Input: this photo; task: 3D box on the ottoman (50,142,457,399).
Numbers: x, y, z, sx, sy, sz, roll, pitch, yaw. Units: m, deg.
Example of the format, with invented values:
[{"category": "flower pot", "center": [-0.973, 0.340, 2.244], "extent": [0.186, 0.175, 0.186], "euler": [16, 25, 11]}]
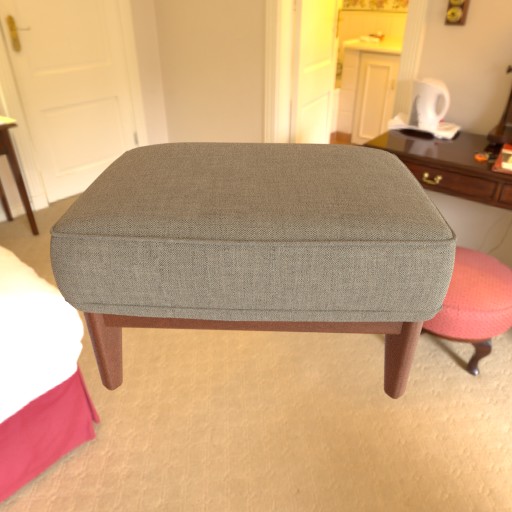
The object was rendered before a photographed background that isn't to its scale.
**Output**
[{"category": "ottoman", "center": [0.000, 0.000, 1.074], "extent": [0.750, 0.458, 0.555], "euler": [1, 31, 2]}]
